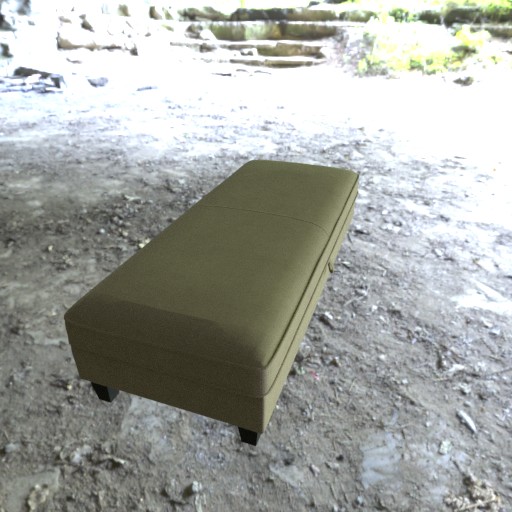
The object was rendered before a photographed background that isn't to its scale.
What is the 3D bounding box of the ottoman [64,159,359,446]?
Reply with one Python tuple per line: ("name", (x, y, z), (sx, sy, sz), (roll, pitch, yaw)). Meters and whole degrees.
("ottoman", (0.000, 0.000, 2.071), (0.735, 0.460, 1.726), (10, 31, 17))
